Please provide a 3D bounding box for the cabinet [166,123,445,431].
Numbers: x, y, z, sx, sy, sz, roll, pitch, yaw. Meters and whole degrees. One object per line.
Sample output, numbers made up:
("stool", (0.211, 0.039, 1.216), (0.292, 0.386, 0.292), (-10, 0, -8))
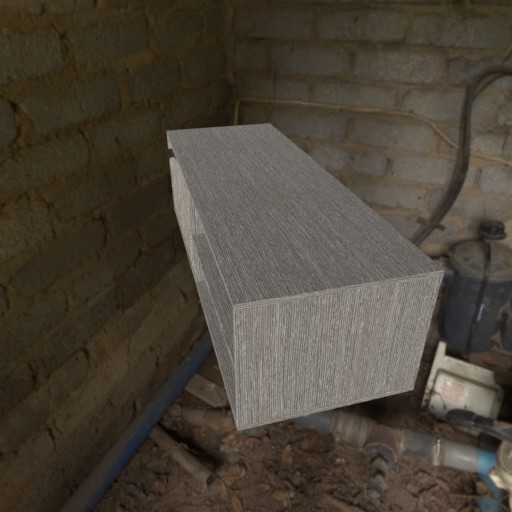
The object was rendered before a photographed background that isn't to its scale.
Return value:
("cabinet", (0.000, 0.000, 1.608), (0.500, 0.599, 1.300), (-8, 32, -13))
